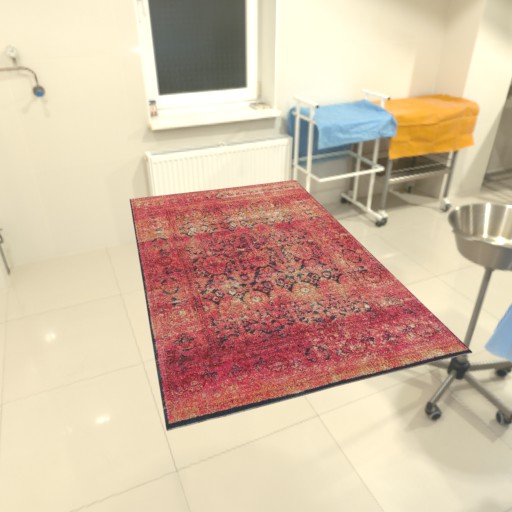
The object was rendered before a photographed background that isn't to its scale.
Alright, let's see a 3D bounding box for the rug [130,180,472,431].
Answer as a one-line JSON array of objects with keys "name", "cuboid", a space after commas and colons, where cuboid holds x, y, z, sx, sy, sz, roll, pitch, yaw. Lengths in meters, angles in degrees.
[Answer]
[{"name": "rug", "cuboid": [0.000, 0.000, 3.037, 1.539, 0.018, 2.449, -9, 33, -15]}]
